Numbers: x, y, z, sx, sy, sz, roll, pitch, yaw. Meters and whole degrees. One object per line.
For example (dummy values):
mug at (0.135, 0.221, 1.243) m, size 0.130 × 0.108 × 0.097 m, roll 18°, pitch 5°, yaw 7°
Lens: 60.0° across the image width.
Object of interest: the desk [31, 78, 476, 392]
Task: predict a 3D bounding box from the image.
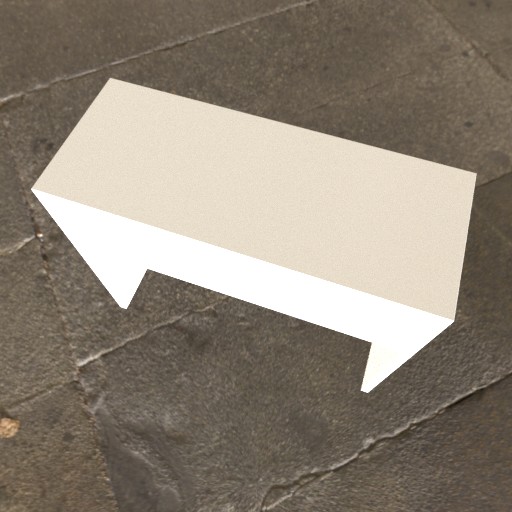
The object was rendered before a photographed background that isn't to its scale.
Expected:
desk at (0.000, 0.000, 1.422) m, size 1.000 × 0.790 × 0.400 m, roll 17°, pitch 64°, yaw 9°
